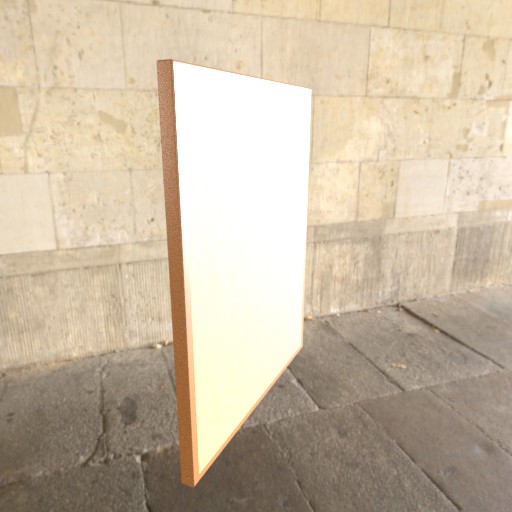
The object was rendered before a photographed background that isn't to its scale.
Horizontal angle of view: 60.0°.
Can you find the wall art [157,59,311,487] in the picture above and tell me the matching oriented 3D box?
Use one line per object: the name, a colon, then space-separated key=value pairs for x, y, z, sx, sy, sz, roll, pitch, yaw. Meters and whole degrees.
wall art: x=0.000 y=0.000 z=0.736 sx=0.021 sy=0.550 sz=0.449 roll=8 pitch=18 yaw=24
